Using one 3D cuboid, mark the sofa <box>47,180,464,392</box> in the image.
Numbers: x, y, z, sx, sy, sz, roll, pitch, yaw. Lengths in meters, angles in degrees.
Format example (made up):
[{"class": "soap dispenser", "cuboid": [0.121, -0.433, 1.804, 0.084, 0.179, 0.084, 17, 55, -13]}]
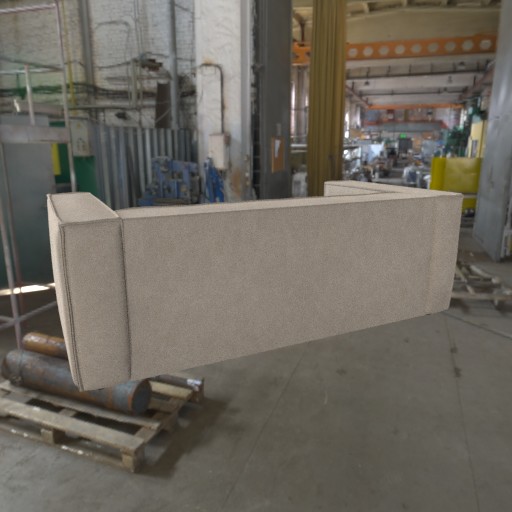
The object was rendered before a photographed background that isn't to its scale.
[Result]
[{"class": "sofa", "cuboid": [0.000, 0.000, 2.395, 1.995, 0.680, 1.038, -7, 16, -25]}]
